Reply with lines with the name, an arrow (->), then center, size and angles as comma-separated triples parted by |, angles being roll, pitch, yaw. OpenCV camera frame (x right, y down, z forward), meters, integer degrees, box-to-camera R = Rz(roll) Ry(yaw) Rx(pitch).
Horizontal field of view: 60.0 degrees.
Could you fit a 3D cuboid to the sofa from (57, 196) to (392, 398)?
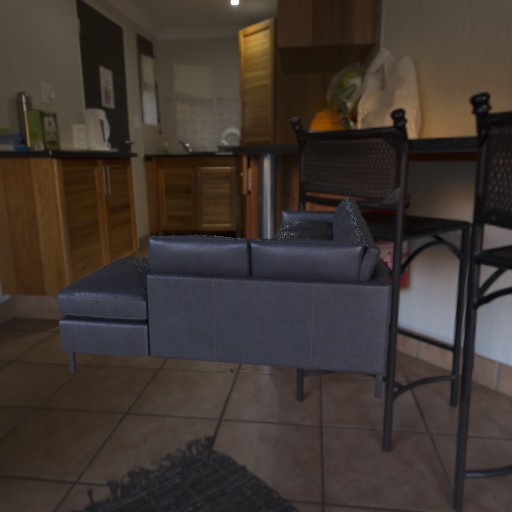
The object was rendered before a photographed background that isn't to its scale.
sofa -> 0.000, 0.000, 3.901 | 1.938, 0.877, 2.984 | 2, 14, 9
